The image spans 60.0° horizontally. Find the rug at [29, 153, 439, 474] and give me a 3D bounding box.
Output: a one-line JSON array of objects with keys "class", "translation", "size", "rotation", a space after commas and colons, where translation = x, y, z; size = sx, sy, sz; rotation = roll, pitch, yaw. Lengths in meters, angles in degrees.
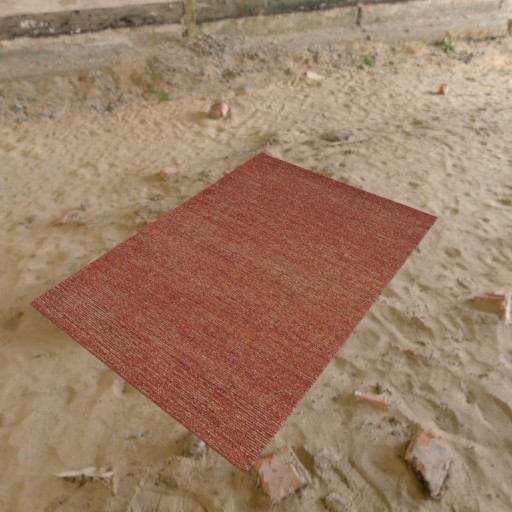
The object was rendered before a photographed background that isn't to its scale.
[{"class": "rug", "translation": [0.000, 0.000, 5.064], "size": [2.803, 0.025, 3.965], "rotation": [27, 48, 27]}]
